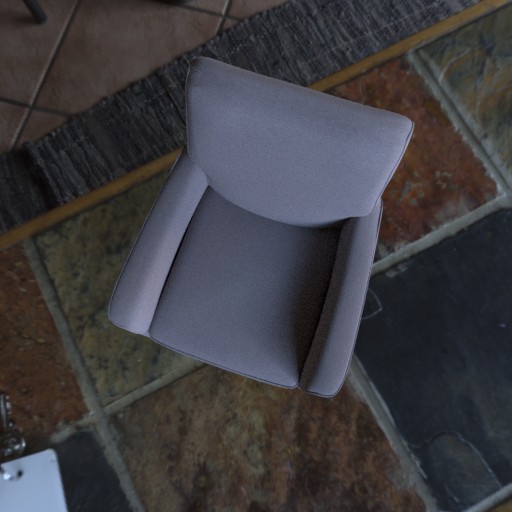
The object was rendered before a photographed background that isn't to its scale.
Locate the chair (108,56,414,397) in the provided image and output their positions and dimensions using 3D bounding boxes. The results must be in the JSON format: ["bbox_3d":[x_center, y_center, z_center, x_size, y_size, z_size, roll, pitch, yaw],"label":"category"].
[{"bbox_3d":[0.000,0.000,1.652,0.845,1.023,0.859,18,77,4],"label":"chair"}]
